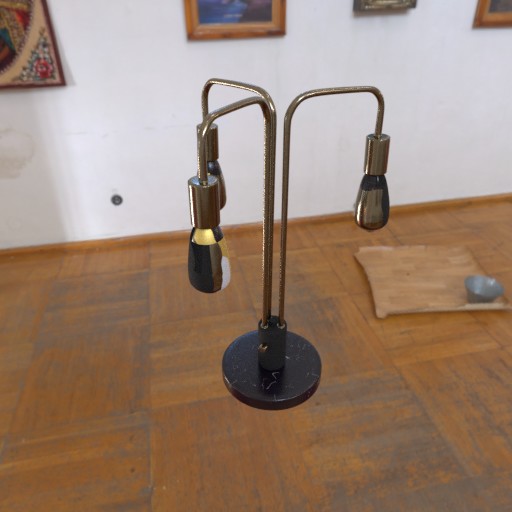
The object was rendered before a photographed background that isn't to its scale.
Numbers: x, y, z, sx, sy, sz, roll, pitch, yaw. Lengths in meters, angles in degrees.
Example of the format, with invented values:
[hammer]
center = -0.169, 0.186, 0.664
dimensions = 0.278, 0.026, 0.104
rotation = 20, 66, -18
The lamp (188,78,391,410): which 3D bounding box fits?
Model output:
[lamp]
center = 0.000, 0.000, 0.786
dimensions = 0.355, 0.560, 0.368
rotation = 19, 36, 28
